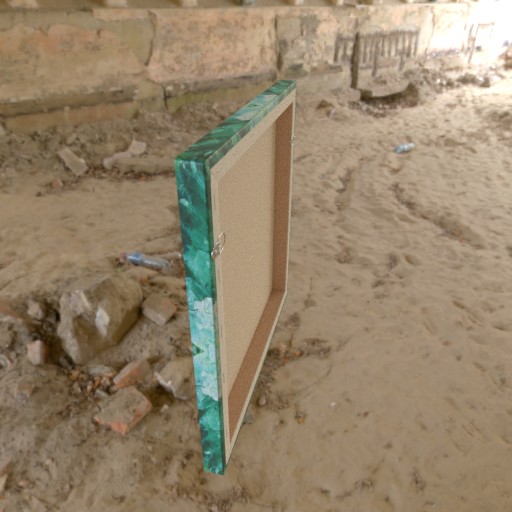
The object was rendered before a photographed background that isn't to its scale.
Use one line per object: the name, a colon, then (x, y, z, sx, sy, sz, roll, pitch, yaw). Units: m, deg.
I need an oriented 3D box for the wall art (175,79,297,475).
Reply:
wall art: (0.000, 0.000, 0.777, 0.038, 0.508, 0.507, 8, 31, 13)
